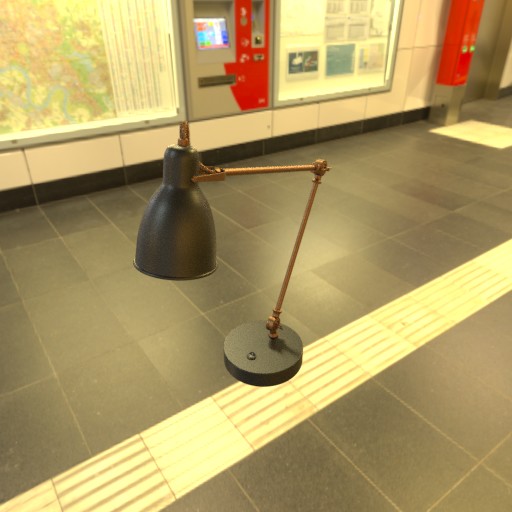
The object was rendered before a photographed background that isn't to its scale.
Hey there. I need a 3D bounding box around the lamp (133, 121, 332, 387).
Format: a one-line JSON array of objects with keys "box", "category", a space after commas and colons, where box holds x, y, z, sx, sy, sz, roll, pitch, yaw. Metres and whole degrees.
[{"box": [0.000, 0.000, 0.888, 0.187, 0.587, 0.561, 19, 35, 30], "category": "lamp"}]
